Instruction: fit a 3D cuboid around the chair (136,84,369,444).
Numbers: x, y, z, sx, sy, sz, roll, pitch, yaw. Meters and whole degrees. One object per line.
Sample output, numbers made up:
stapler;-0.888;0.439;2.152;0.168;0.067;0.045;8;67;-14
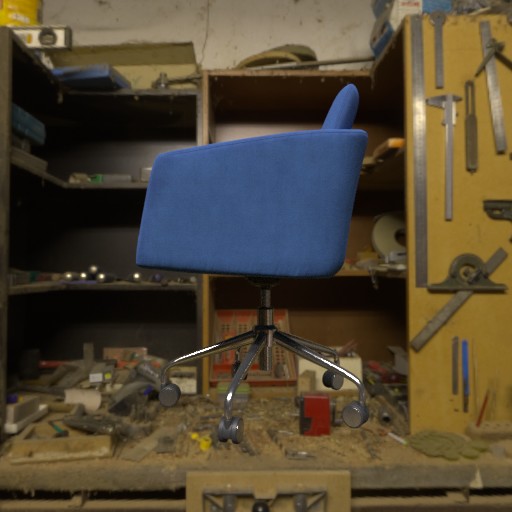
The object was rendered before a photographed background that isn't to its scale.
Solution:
chair;0.000;0.000;1.355;0.635;0.908;0.641;0;-1;0
